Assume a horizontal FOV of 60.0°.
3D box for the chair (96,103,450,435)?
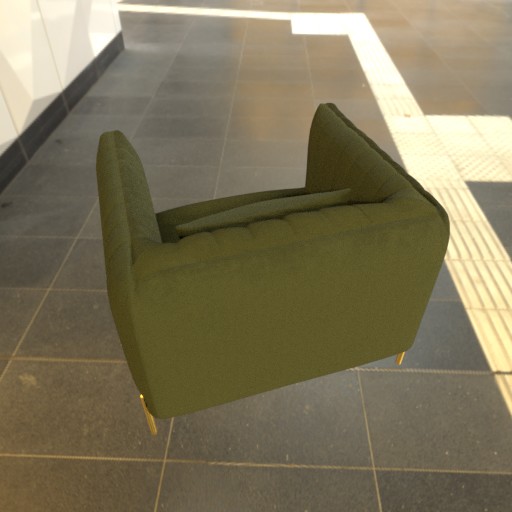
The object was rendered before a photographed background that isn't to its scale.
[{"bbox_3d":[0.000,0.000,1.682,1.032,0.794,0.877,-12,42,-13],"label":"chair"}]
